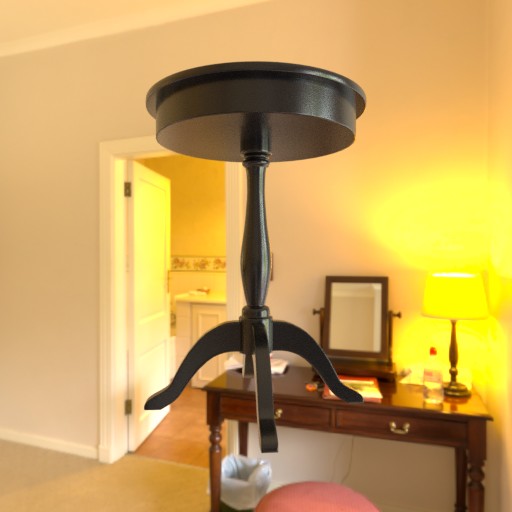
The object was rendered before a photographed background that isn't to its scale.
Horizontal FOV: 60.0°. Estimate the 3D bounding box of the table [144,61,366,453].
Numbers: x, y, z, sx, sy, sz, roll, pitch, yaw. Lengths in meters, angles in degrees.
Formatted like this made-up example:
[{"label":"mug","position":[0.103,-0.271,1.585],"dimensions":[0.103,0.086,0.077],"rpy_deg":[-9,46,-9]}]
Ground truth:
[{"label":"table","position":[0.000,0.000,0.989],"dimensions":[0.481,0.665,0.481],"rpy_deg":[0,0,0]}]
